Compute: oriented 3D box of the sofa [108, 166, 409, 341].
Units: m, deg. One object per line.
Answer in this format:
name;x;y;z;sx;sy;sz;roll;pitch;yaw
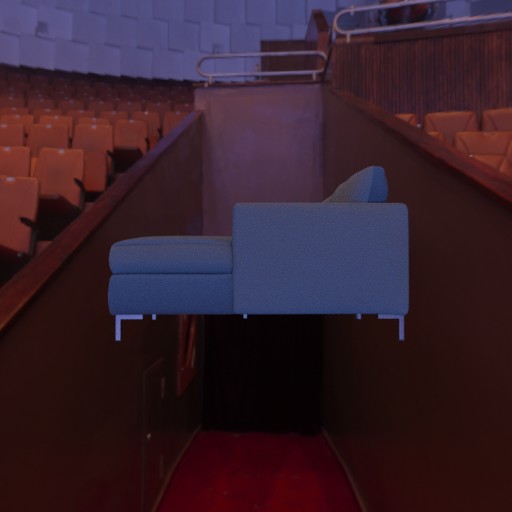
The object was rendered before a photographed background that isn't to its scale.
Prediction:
sofa;0.000;0.000;3.166;1.255;0.756;2.725;0;-1;0
